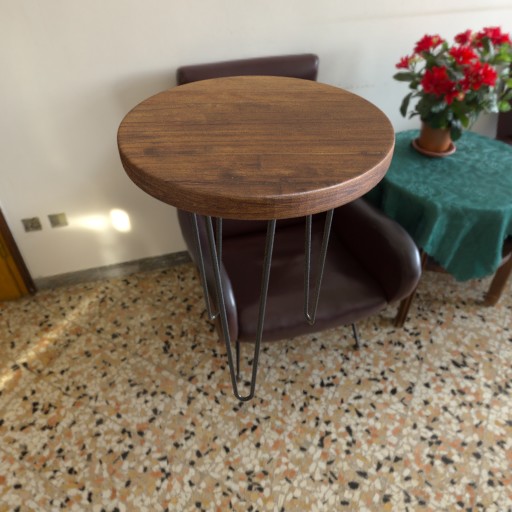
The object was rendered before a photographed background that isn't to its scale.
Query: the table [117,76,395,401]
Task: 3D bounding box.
[{"bbox_3d":[0.000,0.000,0.820,0.400,0.520,0.400,0,41,0],"label":"table"}]
